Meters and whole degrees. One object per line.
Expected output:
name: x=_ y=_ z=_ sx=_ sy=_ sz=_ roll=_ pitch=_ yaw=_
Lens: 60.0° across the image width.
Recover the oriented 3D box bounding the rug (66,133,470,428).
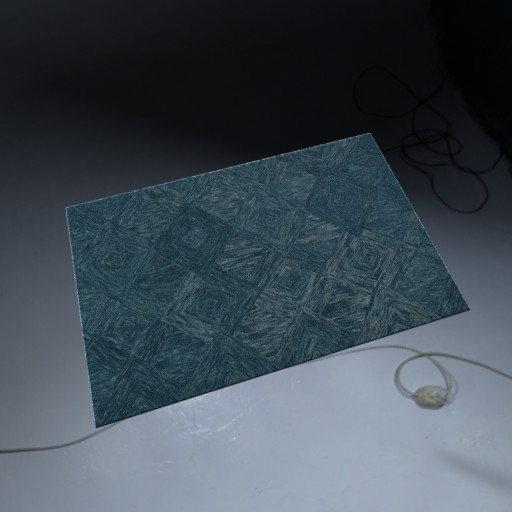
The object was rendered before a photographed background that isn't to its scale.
rug: x=0.000 y=0.000 z=2.876 sx=2.277 sy=0.015 sz=1.490 roll=-15 pitch=63 yaw=-8
